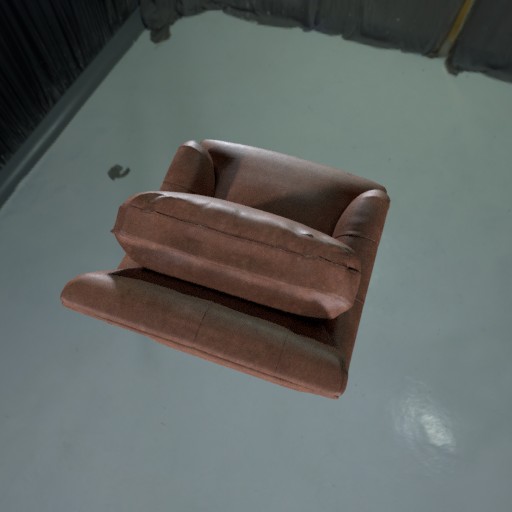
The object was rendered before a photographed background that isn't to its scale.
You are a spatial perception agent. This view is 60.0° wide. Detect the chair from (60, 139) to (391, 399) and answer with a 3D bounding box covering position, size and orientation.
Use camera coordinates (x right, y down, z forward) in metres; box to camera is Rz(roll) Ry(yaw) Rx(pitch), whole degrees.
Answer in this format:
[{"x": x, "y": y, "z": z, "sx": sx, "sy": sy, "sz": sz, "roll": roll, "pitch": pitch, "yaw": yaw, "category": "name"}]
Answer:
[{"x": 0.000, "y": 0.000, "z": 1.929, "sx": 0.986, "sy": 1.055, "sz": 1.158, "roll": 17, "pitch": 63, "yaw": 9, "category": "chair"}]
